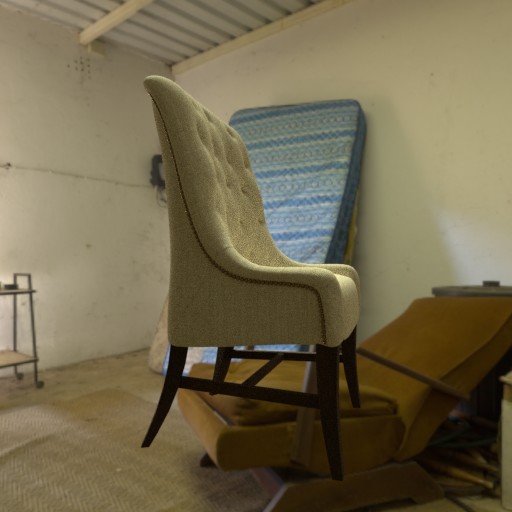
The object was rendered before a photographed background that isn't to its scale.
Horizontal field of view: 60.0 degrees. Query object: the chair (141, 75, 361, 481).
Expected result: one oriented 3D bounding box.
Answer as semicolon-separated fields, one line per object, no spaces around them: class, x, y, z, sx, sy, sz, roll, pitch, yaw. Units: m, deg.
chair;0.000;0.000;1.438;0.629;1.091;0.634;0;0;18
